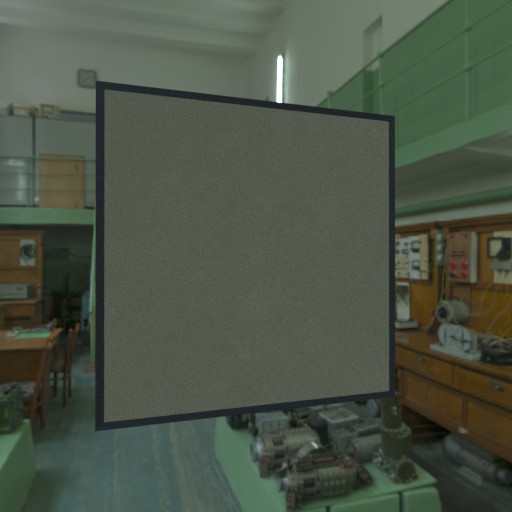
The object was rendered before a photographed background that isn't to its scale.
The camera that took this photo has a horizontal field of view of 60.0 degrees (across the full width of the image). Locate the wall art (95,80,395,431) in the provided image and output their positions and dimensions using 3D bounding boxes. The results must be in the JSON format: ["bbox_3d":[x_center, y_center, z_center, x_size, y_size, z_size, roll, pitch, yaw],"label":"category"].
[{"bbox_3d":[0.000,0.000,0.444,0.302,0.300,0.036,0,0,-18],"label":"wall art"}]
